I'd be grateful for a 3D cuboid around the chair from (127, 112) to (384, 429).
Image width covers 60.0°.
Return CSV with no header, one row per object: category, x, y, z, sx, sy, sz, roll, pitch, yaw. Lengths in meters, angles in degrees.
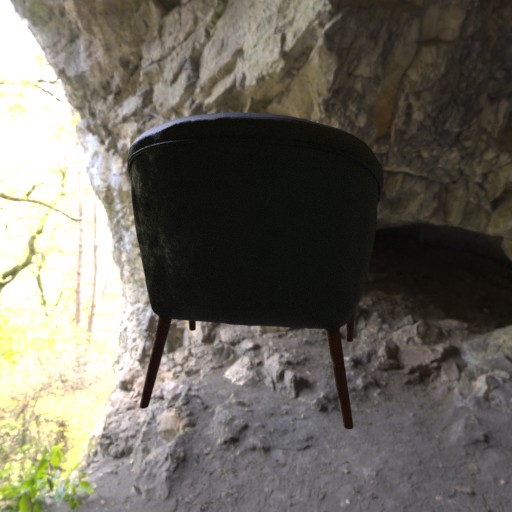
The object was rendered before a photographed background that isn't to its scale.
chair,0.000,0.000,1.496,0.851,0.885,0.776,2,15,9
